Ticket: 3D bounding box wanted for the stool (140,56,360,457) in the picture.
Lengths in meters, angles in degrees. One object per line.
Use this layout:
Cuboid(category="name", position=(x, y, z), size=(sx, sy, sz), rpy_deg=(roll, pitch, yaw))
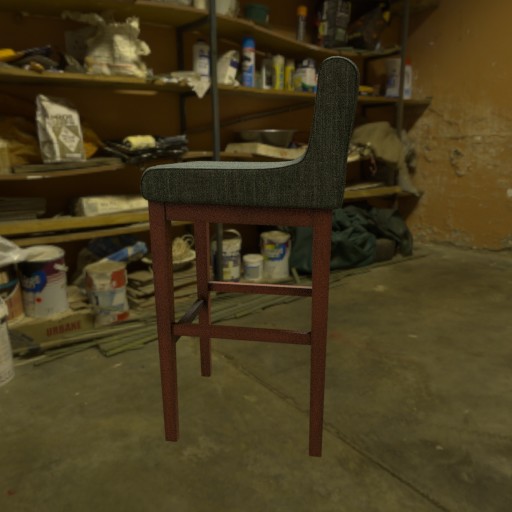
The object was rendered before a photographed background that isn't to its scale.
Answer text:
Cuboid(category="stool", position=(0.000, 0.000, 1.243), size=(0.499, 0.965, 0.426), rpy_deg=(2, 14, 9))
